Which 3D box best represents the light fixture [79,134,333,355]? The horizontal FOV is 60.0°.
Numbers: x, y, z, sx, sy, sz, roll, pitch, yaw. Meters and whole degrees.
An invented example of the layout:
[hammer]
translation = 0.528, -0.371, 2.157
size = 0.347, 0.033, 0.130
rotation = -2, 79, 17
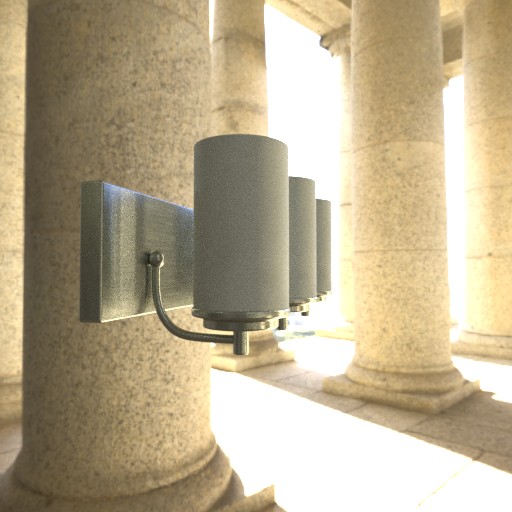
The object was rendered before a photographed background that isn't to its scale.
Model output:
[light fixture]
translation = 0.000, 0.000, 0.527
size = 0.145, 0.172, 0.451
rotation = -1, -2, 16
